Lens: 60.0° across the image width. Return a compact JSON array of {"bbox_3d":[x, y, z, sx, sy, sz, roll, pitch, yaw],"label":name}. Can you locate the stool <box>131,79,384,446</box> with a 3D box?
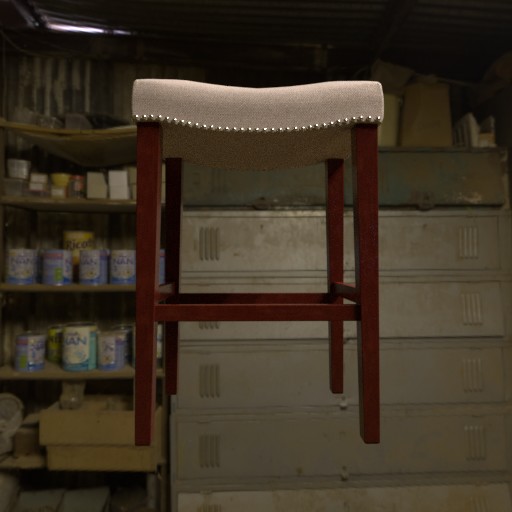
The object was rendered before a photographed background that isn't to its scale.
[{"bbox_3d":[0.000,0.000,1.048,0.504,0.742,0.372,0,-1,-1],"label":"stool"}]
